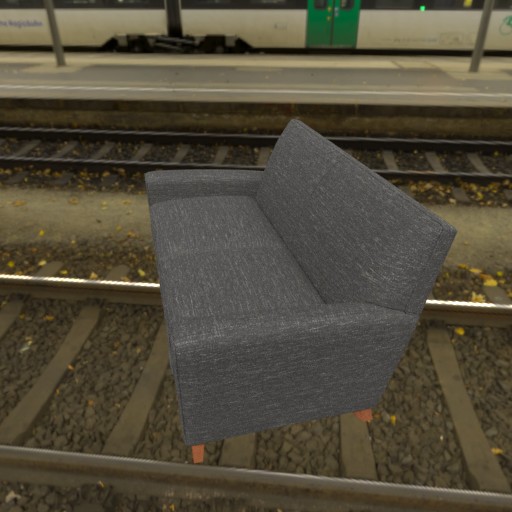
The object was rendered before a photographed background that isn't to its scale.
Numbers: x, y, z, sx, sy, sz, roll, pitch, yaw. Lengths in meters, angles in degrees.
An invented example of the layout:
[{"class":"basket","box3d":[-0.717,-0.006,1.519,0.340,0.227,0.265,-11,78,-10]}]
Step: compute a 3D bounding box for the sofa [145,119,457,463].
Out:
[{"class":"sofa","box3d":[0.000,0.000,1.974,0.875,0.846,1.420,-8,32,-13]}]
